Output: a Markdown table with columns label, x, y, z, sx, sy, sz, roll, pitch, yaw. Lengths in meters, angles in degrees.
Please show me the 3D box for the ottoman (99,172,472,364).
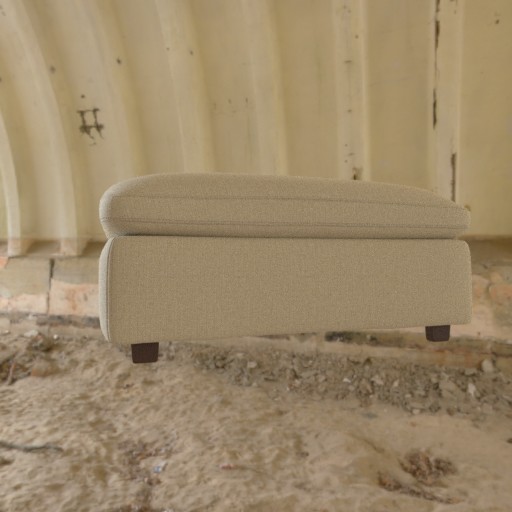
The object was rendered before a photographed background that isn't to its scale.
| label | x | y | z | sx | sy | sz | roll | pitch | yaw |
| --- | --- | --- | --- | --- | --- | --- | --- | --- | --- |
| ottoman | 0.000 | 0.000 | 1.509 | 0.996 | 0.467 | 0.977 | 0 | 0 | -18 |
